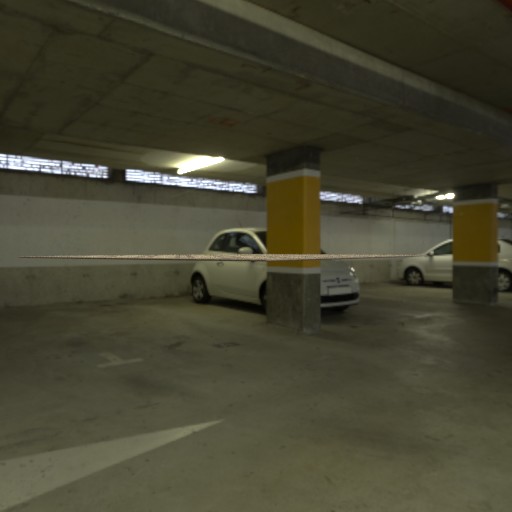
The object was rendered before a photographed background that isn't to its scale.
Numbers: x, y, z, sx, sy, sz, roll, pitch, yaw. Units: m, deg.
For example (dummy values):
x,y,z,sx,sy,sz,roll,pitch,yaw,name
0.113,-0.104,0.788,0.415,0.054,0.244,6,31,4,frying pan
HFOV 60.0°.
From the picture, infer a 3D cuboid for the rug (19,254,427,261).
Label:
x,y,z,sx,sy,sz,roll,pitch,yaw,name
0.000,0.000,4.252,2.382,0.018,3.294,0,1,34,rug
